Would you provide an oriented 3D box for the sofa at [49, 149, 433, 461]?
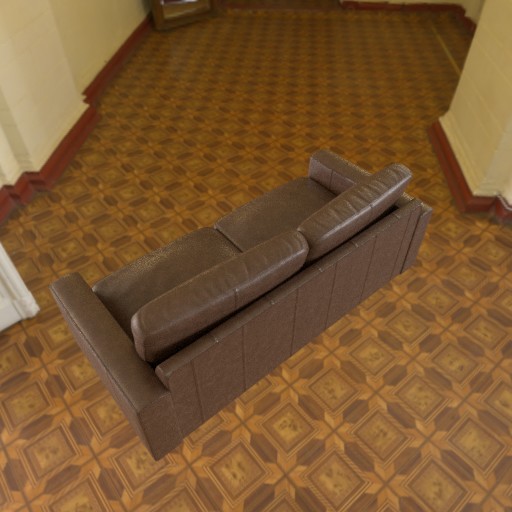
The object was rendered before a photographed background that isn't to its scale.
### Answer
[{"bbox_3d":[0.000,0.000,2.734,2.179,0.873,1.016,-31,52,-27],"label":"sofa"}]
